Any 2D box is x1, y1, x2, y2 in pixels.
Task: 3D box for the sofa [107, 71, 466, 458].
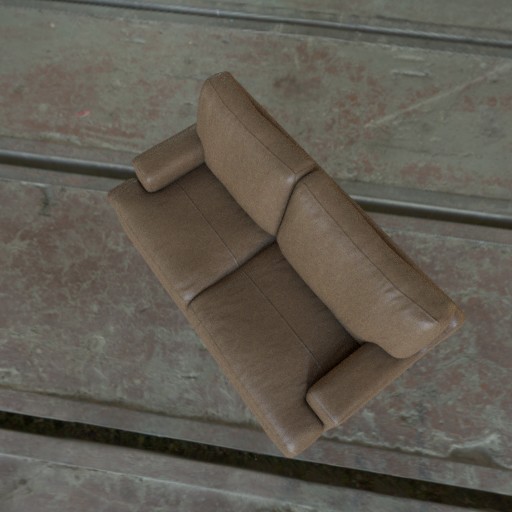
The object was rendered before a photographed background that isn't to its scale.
[{"bbox_3d":[0.000,0.000,2.408,0.962,0.980,1.855,-34,70,-14],"label":"sofa"}]
